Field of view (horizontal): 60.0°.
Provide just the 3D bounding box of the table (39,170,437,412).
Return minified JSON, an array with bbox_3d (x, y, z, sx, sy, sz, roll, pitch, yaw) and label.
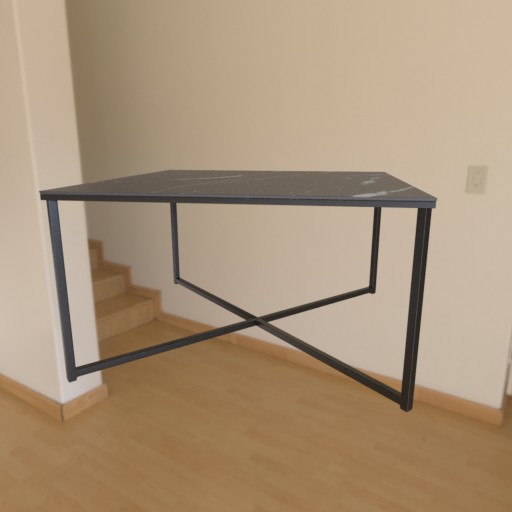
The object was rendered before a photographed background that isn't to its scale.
[{"bbox_3d":[0.000,0.000,1.310,0.800,0.450,0.800,2,14,9],"label":"table"}]
